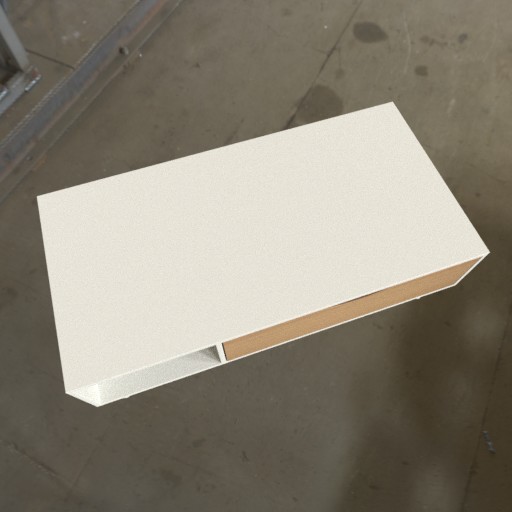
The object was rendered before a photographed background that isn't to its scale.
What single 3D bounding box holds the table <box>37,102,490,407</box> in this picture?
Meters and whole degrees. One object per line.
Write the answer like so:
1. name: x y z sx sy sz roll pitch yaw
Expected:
1. table: 0.000 0.000 1.491 1.194 0.432 0.609 -17 65 -8
